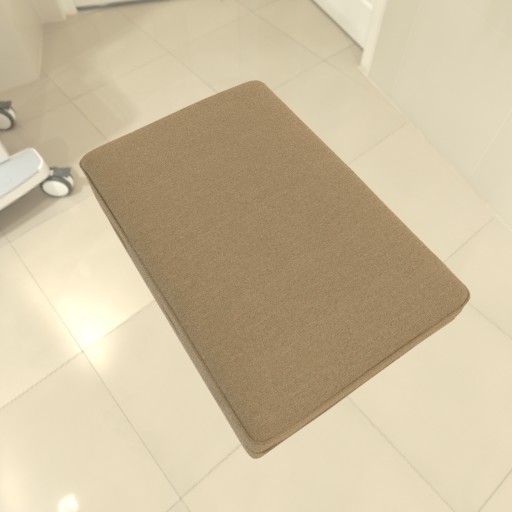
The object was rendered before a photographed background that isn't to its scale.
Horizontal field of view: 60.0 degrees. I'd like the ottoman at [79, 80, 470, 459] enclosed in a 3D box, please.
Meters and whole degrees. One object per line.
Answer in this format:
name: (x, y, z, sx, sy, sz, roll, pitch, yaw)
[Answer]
ottoman: (0.000, 0.000, 1.307, 0.636, 0.521, 0.945, -30, 64, -16)
